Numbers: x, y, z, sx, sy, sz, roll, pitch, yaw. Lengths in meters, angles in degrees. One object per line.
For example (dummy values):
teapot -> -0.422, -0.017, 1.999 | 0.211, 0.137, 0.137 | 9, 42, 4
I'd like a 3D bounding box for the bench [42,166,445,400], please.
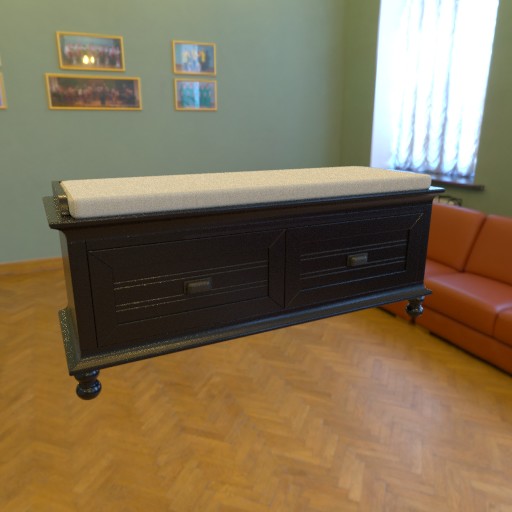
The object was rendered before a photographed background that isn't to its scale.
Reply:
bench -> 0.000, 0.000, 1.424 | 1.185, 0.501, 0.402 | -8, 18, -25
